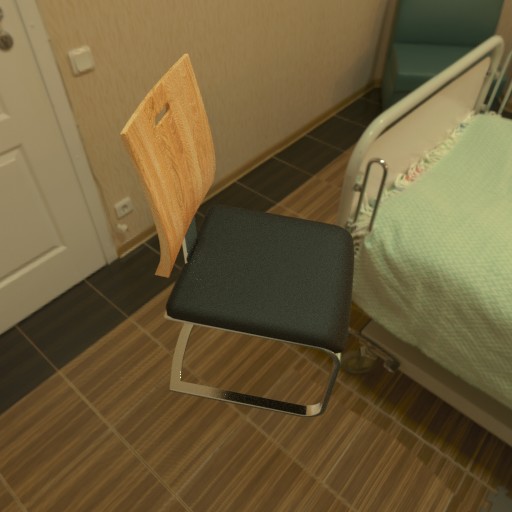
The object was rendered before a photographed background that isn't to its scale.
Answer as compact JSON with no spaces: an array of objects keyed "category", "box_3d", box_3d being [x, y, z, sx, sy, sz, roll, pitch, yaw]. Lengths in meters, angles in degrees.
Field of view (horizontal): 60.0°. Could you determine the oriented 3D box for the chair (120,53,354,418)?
[{"category":"chair","box_3d":[0.000,0.000,1.247,0.560,0.936,0.462,9,46,8]}]
